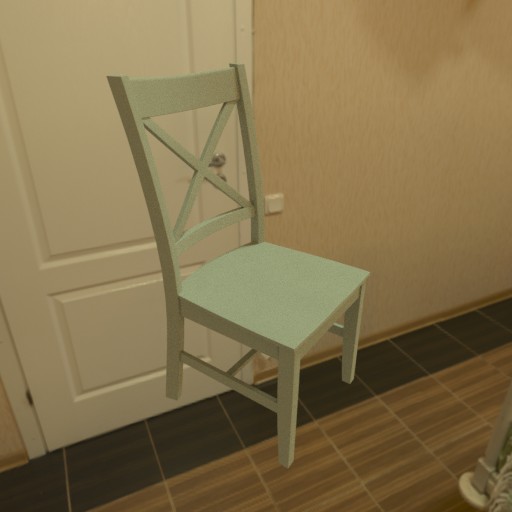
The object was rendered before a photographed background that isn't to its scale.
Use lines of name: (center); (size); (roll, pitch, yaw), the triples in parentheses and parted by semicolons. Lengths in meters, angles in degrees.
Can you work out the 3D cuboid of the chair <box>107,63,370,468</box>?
chair: (0.000, 0.000, 1.285); (0.542, 0.983, 0.485); (18, 33, 31)
